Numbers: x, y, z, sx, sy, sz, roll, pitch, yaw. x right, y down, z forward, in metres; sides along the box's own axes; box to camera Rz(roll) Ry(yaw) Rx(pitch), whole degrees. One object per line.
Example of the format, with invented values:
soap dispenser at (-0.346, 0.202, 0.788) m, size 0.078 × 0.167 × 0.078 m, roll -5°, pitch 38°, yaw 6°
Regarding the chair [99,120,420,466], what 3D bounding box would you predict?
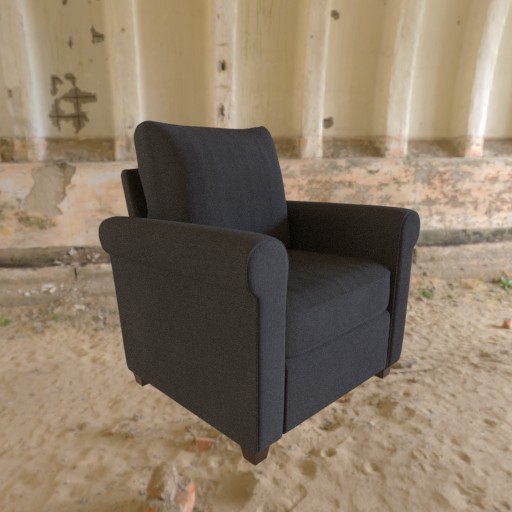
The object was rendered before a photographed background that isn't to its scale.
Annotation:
chair at (0.000, 0.000, 1.608) m, size 0.867 × 0.942 × 0.828 m, roll -13°, pitch 19°, yaw -43°
